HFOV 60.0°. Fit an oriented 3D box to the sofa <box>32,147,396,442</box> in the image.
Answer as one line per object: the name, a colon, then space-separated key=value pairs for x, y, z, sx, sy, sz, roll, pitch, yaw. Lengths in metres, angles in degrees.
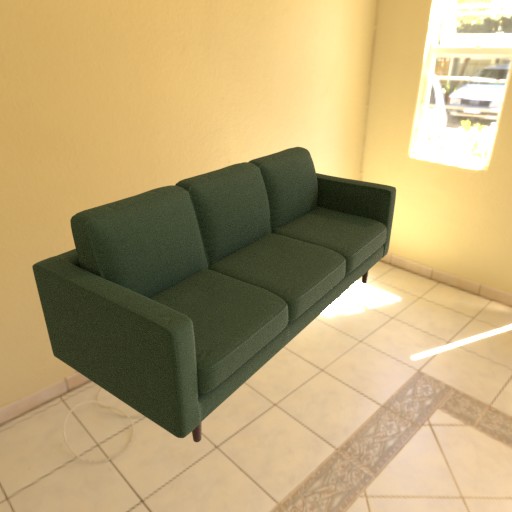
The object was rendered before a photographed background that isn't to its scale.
sofa: x=0.000 y=0.000 z=2.478 sx=0.879 sy=0.899 sz=2.029 roll=18 pitch=31 yaw=32
